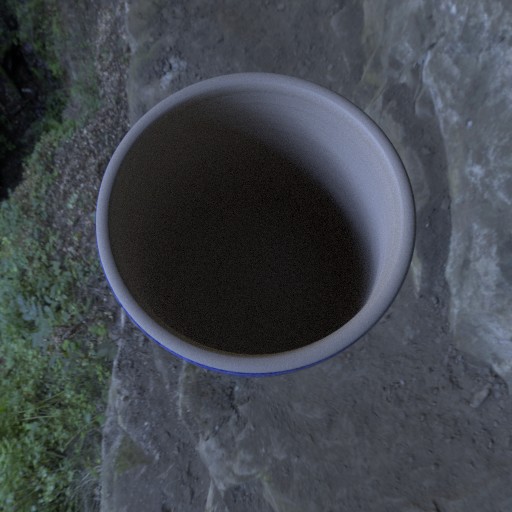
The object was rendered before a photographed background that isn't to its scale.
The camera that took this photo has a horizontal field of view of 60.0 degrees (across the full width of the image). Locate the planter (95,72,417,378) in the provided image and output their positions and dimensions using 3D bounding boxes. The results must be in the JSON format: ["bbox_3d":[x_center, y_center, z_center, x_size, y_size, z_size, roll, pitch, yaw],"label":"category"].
[{"bbox_3d":[0.000,0.000,0.348,0.184,0.206,0.184,0,75,0],"label":"planter"}]
